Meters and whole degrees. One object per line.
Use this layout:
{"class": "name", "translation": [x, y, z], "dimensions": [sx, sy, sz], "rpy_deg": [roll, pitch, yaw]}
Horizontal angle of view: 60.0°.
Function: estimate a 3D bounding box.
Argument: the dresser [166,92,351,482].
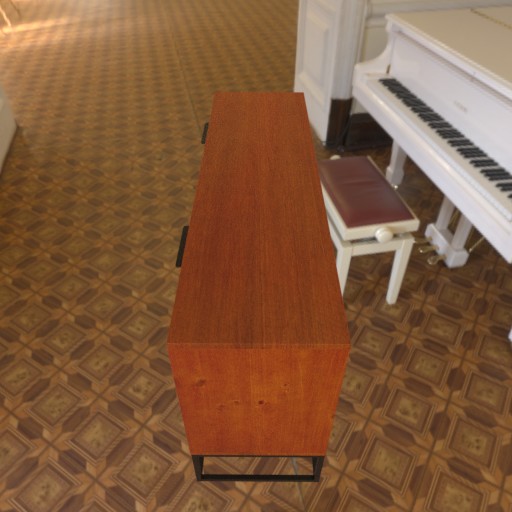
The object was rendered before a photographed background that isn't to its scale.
{"class": "dresser", "translation": [0.000, 0.000, 1.896], "dimensions": [0.464, 0.810, 1.536], "rpy_deg": [0, 42, 0]}
